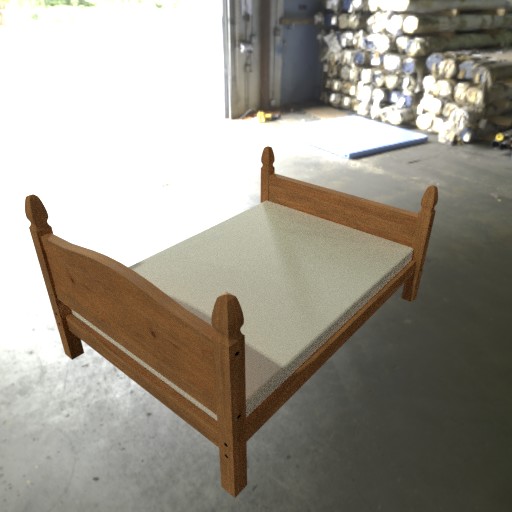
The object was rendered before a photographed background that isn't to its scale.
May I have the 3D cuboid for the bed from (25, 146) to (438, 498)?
[{"bbox_3d":[0.000,0.000,2.855,1.490,1.100,2.069,23,37,34],"label":"bed"}]
